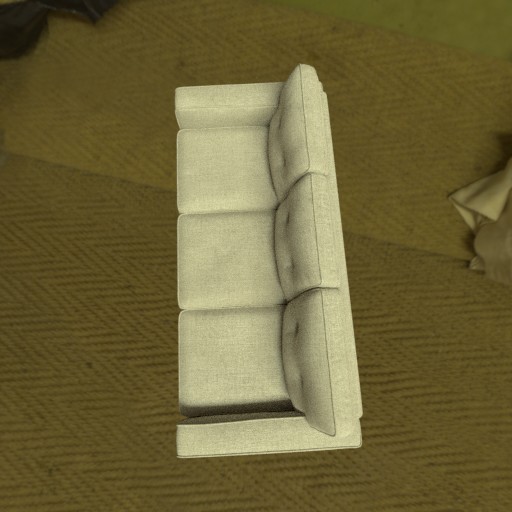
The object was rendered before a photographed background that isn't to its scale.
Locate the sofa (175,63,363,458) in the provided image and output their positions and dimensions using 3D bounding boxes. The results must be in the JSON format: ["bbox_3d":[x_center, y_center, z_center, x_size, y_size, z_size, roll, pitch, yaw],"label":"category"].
[{"bbox_3d":[0.000,0.000,2.617,0.939,0.965,2.133,-3,74,-1],"label":"sofa"}]
